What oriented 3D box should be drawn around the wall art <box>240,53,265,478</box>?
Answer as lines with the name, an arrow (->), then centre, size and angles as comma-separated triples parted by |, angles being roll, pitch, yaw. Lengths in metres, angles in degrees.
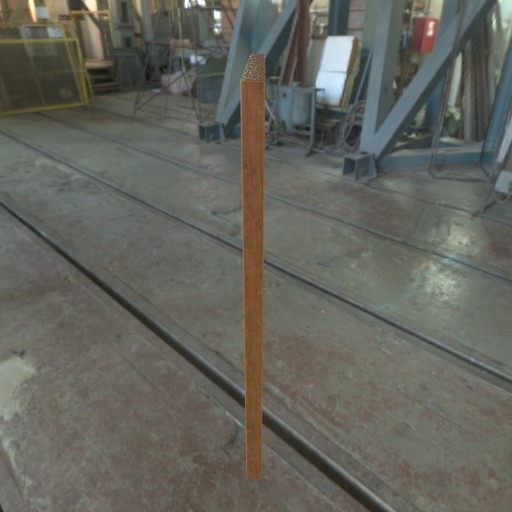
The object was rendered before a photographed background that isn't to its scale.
wall art -> 0.000, 0.000, 1.143 | 0.037, 0.914, 0.610 | 0, 28, 1
